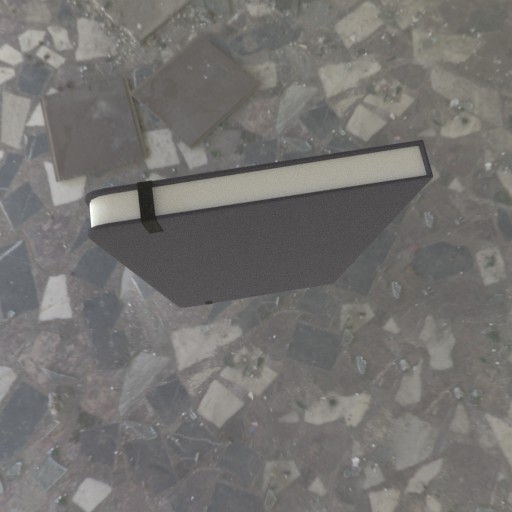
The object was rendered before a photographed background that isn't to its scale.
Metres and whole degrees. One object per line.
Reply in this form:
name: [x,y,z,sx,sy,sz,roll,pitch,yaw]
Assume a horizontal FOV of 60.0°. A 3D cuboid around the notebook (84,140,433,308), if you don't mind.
notebook: [0.000,0.000,0.261,0.127,0.213,0.016,-9,76,-2]
